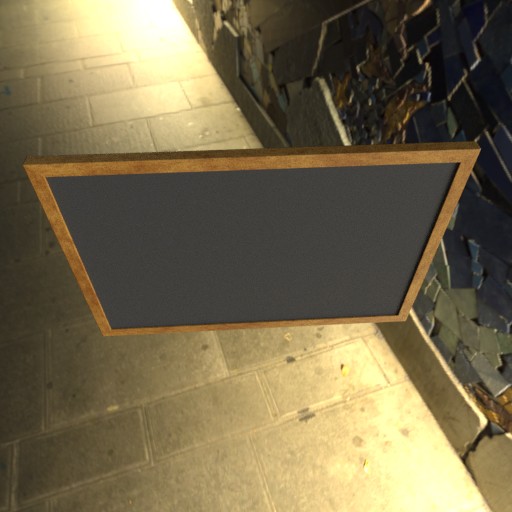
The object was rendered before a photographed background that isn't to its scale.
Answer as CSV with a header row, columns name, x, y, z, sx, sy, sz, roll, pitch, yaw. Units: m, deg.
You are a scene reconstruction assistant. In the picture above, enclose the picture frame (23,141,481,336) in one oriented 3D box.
name,x,y,z,sx,sy,sz,roll,pitch,yaw
picture frame,0.000,0.000,1.128,0.922,0.621,0.029,-3,48,-2
